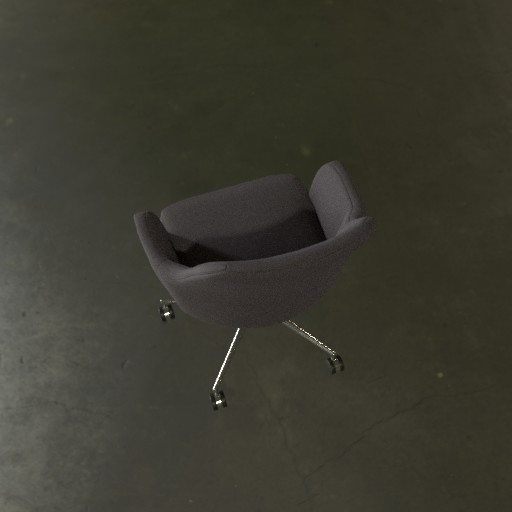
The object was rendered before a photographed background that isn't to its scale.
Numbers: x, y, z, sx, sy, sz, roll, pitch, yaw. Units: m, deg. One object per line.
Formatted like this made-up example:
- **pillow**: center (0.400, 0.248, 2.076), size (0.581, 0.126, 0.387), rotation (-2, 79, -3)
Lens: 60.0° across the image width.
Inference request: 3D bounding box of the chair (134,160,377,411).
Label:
- **chair**: center (0.000, 0.000, 1.265), size (0.655, 0.820, 0.600), rotation (-16, 60, -10)
